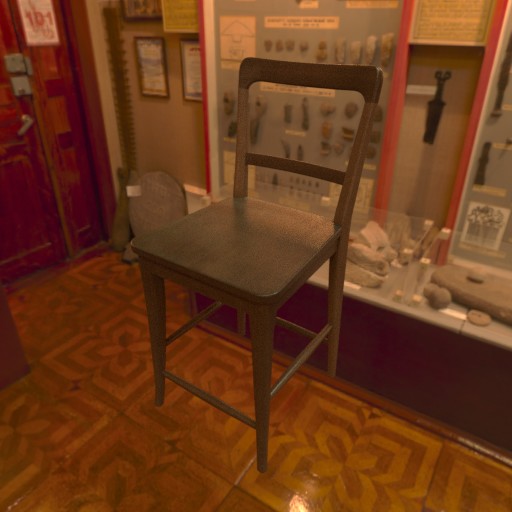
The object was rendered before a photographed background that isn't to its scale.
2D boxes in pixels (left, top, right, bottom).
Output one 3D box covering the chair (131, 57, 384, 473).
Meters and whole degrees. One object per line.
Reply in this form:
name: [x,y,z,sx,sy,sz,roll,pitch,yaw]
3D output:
chair: [0.000,0.000,1.270,0.450,0.991,0.546,19,34,30]
